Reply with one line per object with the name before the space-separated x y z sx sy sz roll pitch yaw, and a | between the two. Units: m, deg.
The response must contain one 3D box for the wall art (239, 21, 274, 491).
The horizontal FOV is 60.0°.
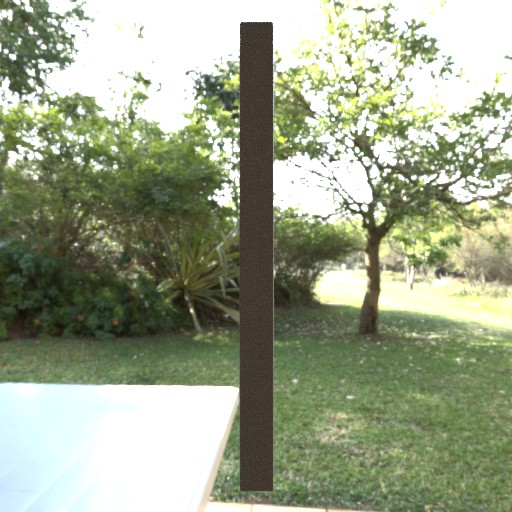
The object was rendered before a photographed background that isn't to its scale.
wall art | 0.000 0.000 0.523 0.028 0.381 0.331 0 0 0
